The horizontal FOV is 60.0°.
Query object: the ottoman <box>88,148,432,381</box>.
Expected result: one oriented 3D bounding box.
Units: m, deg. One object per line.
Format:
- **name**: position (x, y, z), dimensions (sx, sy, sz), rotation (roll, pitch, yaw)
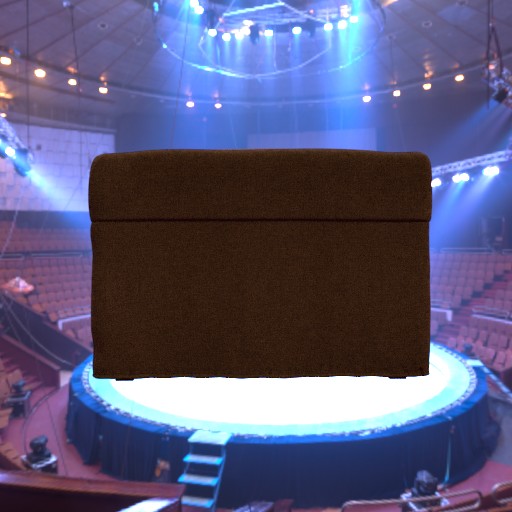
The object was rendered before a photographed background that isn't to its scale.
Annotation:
- **ottoman**: position (0.000, 0.000, 1.224), dimensions (0.652, 0.492, 0.833), rotation (0, 1, -1)
